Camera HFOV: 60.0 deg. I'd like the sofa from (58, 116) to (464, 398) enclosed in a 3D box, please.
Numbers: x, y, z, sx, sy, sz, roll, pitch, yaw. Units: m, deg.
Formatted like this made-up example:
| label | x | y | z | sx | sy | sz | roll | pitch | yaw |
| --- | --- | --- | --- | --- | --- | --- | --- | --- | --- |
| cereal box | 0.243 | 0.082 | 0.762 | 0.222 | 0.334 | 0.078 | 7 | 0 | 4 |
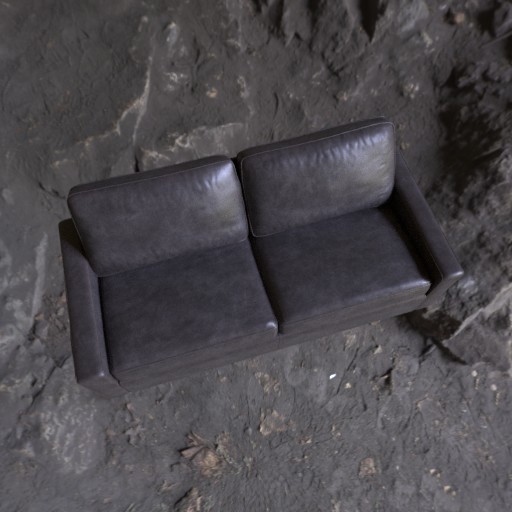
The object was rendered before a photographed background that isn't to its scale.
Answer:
| label | x | y | z | sx | sy | sz | roll | pitch | yaw |
| --- | --- | --- | --- | --- | --- | --- | --- | --- | --- |
| sofa | 0.000 | 0.000 | 2.523 | 2.081 | 0.916 | 0.939 | -15 | 66 | -7 |
